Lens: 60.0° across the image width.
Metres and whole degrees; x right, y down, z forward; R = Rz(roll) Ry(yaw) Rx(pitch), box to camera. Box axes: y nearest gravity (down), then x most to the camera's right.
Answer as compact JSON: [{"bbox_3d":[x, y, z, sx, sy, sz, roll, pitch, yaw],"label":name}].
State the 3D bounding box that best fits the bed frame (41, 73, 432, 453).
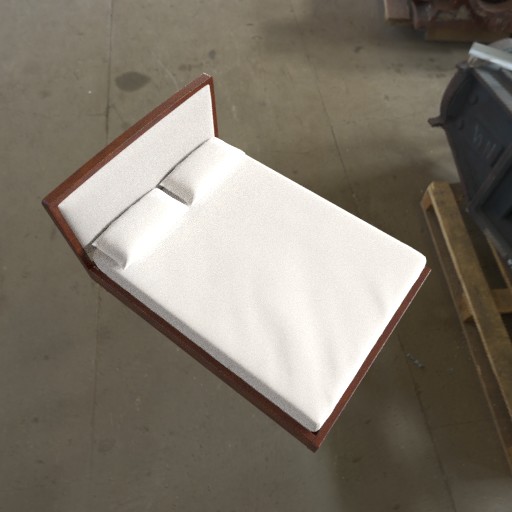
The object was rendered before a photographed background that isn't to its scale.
[{"bbox_3d":[0.000,0.000,3.266,2.171,1.279,1.587,33,64,18],"label":"bed frame"}]
